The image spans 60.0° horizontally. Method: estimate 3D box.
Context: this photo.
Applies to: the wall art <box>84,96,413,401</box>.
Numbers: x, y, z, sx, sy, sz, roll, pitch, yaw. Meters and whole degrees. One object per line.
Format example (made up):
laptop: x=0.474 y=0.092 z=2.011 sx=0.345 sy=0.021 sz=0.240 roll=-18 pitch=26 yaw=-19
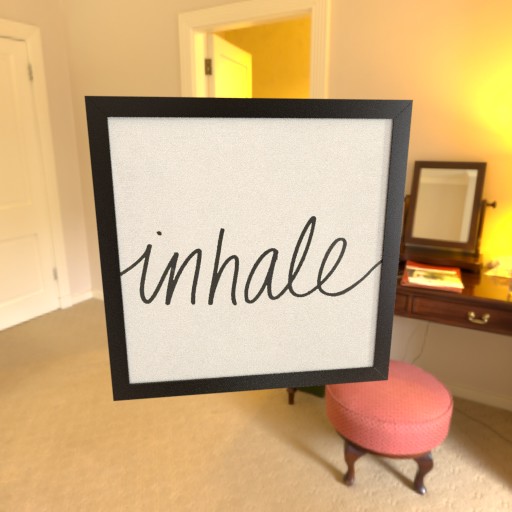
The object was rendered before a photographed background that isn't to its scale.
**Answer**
wall art: x=0.000 y=0.000 z=0.661 sx=0.446 sy=0.445 sz=0.014 roll=-2 pitch=15 yaw=-8
